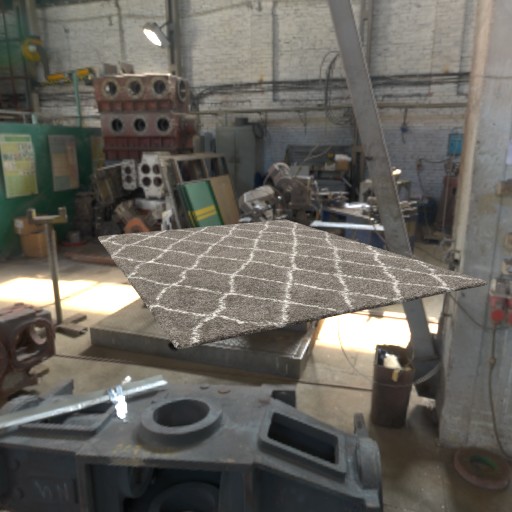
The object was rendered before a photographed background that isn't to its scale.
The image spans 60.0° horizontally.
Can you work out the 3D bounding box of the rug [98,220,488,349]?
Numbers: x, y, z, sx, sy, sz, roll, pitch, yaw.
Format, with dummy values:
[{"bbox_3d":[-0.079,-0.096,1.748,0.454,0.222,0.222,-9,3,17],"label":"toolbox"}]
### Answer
[{"bbox_3d":[0.000,0.000,4.153,2.438,0.029,3.047,-7,16,-26],"label":"rug"}]
